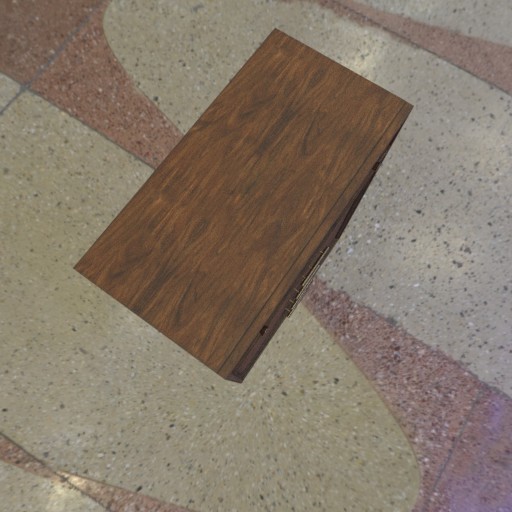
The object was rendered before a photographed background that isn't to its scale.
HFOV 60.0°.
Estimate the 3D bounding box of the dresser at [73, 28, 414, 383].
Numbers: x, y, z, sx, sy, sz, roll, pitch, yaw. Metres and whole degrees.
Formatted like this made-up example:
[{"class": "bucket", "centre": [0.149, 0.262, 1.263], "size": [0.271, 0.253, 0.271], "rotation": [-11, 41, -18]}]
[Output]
[{"class": "dresser", "centre": [0.000, 0.000, 1.849], "size": [0.498, 1.365, 0.919], "rotation": [34, 76, 9]}]
